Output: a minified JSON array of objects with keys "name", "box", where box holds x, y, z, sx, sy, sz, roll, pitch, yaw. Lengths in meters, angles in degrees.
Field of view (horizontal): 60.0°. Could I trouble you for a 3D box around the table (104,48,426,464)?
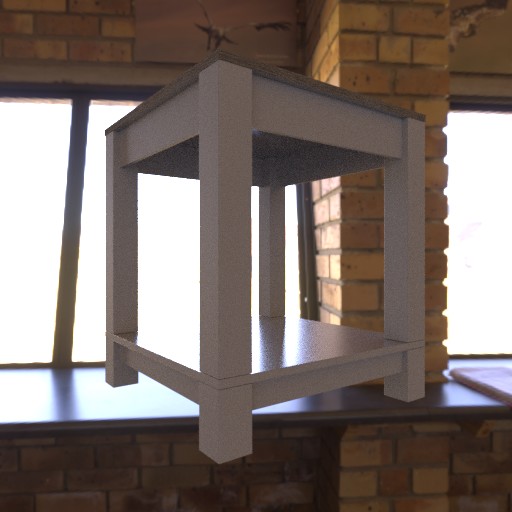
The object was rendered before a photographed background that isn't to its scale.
[{"name":"table","box":[0.000,0.000,0.978,0.504,0.587,0.506,0,0,-36]}]
